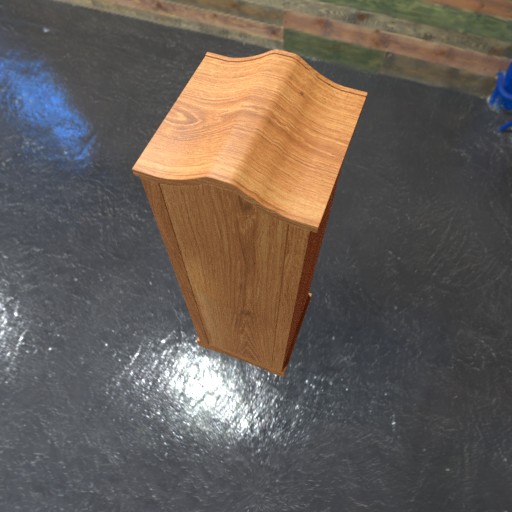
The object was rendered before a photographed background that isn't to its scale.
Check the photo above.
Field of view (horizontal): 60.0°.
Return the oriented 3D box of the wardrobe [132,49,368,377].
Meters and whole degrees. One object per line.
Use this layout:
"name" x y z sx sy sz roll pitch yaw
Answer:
"wardrobe" 0.000 0.000 2.167 0.590 1.870 0.570 18 63 10
